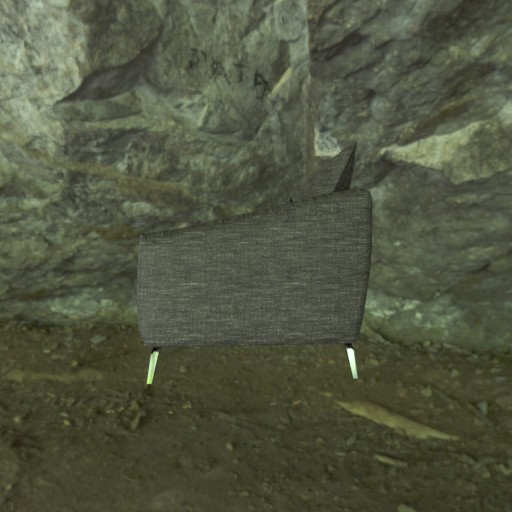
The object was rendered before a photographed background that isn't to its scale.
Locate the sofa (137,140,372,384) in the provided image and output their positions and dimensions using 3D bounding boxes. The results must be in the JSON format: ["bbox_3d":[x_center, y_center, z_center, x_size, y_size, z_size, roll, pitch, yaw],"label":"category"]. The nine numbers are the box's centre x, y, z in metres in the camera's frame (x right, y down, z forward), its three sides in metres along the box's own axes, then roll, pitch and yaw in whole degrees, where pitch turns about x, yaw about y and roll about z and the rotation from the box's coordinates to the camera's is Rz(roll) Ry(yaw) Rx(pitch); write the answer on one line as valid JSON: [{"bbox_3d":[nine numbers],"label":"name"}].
[{"bbox_3d":[0.000,0.000,2.450,0.807,0.843,2.019,0,0,0],"label":"sofa"}]
